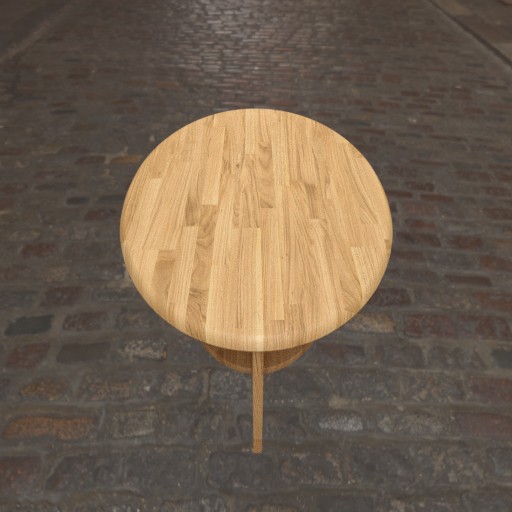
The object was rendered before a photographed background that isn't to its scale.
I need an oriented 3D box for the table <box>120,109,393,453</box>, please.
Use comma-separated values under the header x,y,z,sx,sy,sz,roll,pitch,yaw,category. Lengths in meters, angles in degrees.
x,y,z,sx,sy,sz,roll,pitch,yaw,category
0.000,0.000,1.339,0.690,0.490,1.040,0,42,0,table
